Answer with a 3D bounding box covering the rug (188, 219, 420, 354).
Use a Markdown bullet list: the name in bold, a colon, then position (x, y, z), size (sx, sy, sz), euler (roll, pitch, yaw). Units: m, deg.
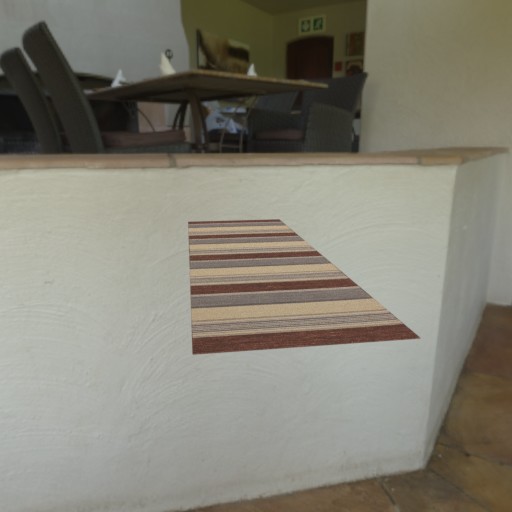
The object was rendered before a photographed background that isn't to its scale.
- **rug**: position (0.000, 0.000, 2.659), size (0.792, 0.006, 2.437), euler (-2, 15, -8)
